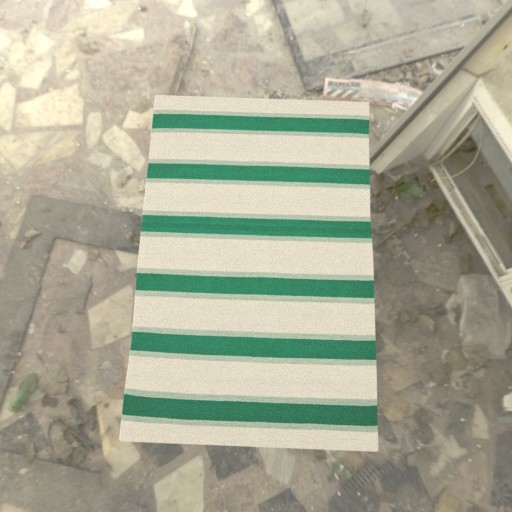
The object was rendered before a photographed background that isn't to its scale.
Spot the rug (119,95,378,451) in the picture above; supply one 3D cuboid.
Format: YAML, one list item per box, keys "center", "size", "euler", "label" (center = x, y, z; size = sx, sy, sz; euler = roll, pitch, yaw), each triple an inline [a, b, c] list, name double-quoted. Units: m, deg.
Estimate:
- center: [0.000, 0.000, 2.285]
  size: [1.210, 0.012, 1.829]
  euler: [2, 76, 1]
  label: "rug"
